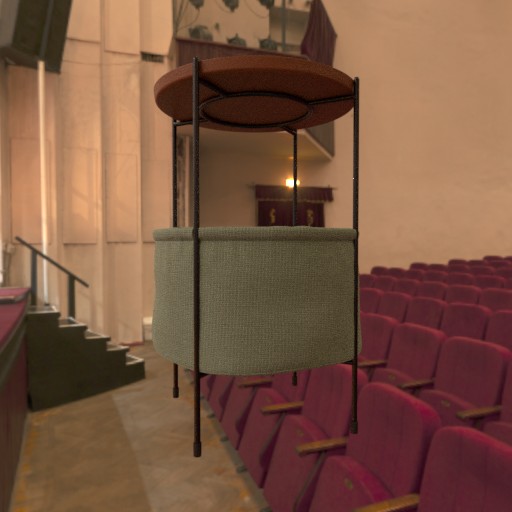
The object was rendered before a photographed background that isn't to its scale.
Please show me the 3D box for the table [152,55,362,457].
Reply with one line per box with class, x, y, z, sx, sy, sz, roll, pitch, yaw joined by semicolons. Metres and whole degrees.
table;0.000;0.000;0.868;0.400;0.623;0.400;-1;2;-17
